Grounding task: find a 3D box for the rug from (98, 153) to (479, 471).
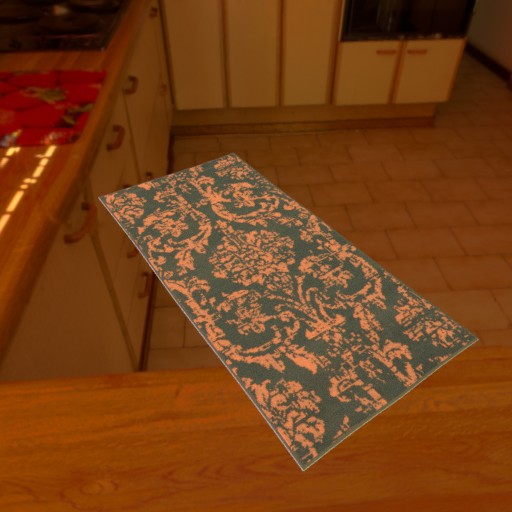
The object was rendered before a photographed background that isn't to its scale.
[{"bbox_3d":[0.000,0.000,1.426,0.604,0.007,1.219,-25,48,-25],"label":"rug"}]
